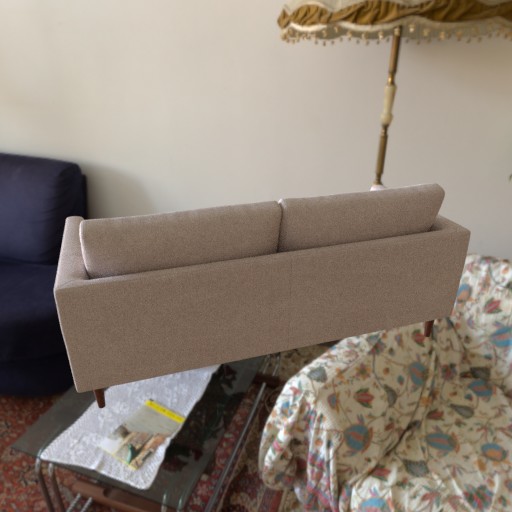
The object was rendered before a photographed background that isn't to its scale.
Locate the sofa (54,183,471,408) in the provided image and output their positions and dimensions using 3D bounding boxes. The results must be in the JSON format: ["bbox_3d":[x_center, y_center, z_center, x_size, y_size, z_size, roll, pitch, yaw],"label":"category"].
[{"bbox_3d":[0.000,0.000,2.455,1.948,0.868,1.020,-8,27,-16],"label":"sofa"}]
